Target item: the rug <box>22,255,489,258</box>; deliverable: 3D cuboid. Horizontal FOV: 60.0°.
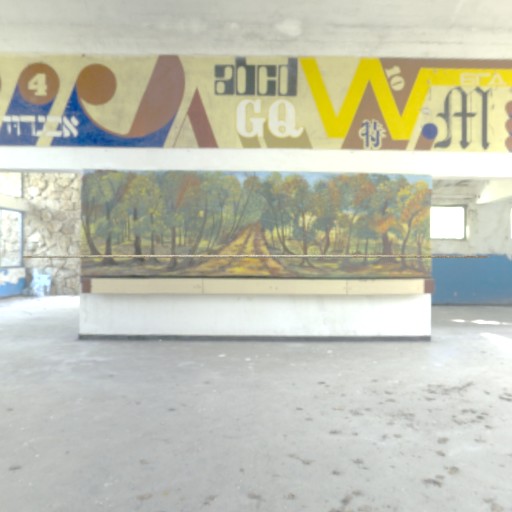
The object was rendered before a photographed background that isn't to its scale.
[{"bbox_3d":[0.000,0.000,4.107,3.050,0.011,2.441,0,0,0],"label":"rug"}]
